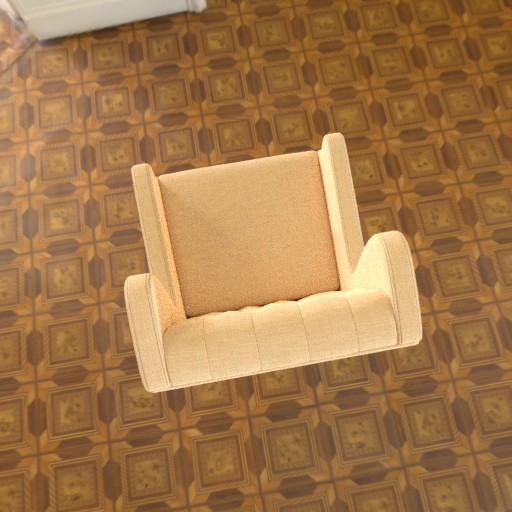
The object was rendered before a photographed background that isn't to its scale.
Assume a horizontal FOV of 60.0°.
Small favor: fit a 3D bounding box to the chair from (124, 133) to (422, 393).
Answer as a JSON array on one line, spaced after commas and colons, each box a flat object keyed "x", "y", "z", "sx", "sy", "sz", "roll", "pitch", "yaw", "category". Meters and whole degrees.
[{"x": 0.000, "y": 0.000, "z": 1.475, "sx": 0.710, "sy": 0.930, "sz": 0.760, "roll": -10, "pitch": 75, "yaw": -3, "category": "chair"}]
